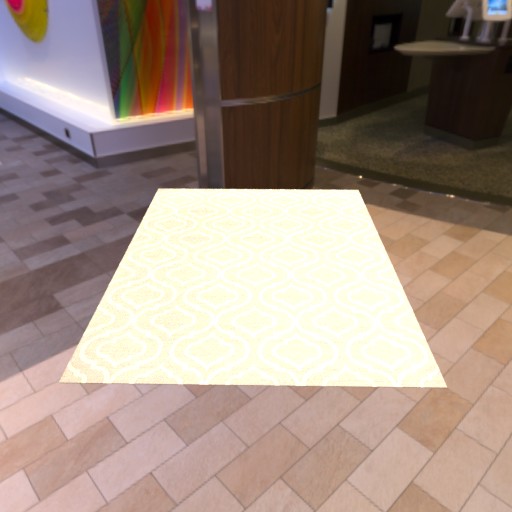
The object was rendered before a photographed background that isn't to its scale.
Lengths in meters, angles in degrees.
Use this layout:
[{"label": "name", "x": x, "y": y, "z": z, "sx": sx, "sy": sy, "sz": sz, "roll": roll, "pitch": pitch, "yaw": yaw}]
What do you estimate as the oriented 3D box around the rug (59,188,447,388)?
[{"label": "rug", "x": 0.000, "y": 0.000, "z": 3.835, "sx": 2.283, "sy": 0.006, "sz": 2.892, "roll": 1, "pitch": 32, "yaw": 1}]
